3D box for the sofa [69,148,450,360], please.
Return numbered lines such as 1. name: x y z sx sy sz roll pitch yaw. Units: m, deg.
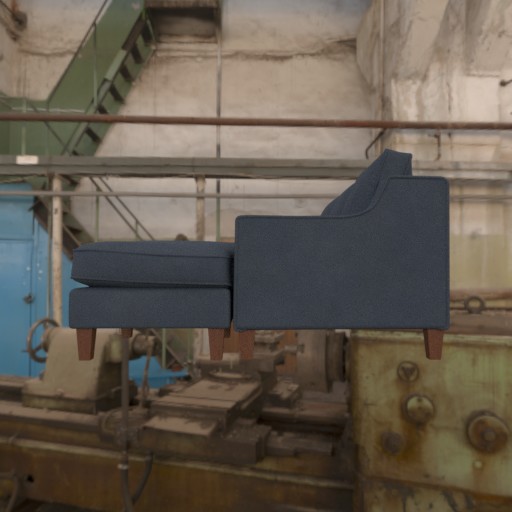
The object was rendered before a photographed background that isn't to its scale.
1. sofa: 0.000 0.000 3.247 1.858 1.066 2.317 0 -2 0
